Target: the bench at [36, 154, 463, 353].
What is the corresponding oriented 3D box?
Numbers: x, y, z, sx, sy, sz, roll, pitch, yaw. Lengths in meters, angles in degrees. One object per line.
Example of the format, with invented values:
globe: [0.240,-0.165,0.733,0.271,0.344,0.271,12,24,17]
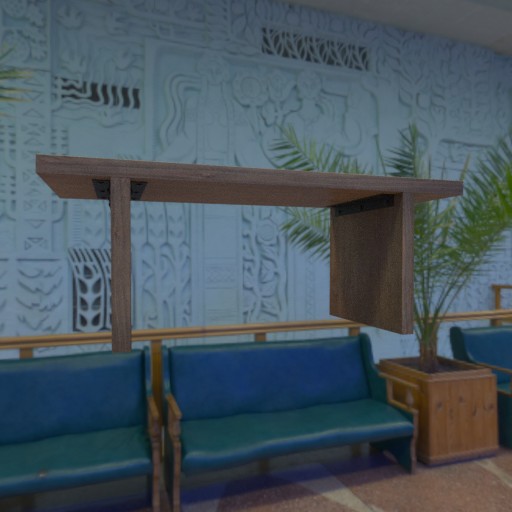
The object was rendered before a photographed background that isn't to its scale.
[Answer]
bench: [0.000,0.000,1.392,1.183,0.458,0.458,0,0,-18]
